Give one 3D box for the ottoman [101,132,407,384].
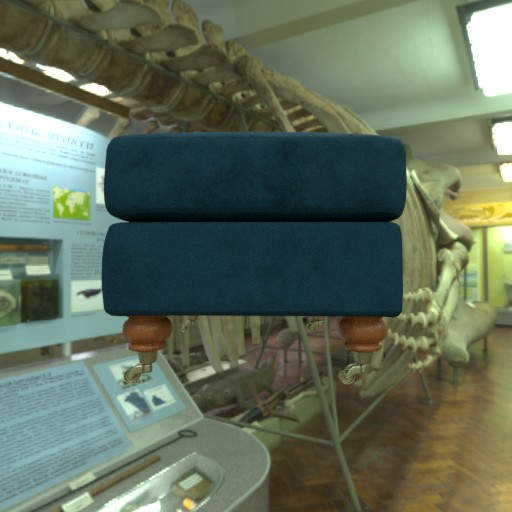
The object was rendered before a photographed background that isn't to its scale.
[{"bbox_3d":[0.000,0.000,1.168,0.572,0.503,0.773,0,0,0],"label":"ottoman"}]
